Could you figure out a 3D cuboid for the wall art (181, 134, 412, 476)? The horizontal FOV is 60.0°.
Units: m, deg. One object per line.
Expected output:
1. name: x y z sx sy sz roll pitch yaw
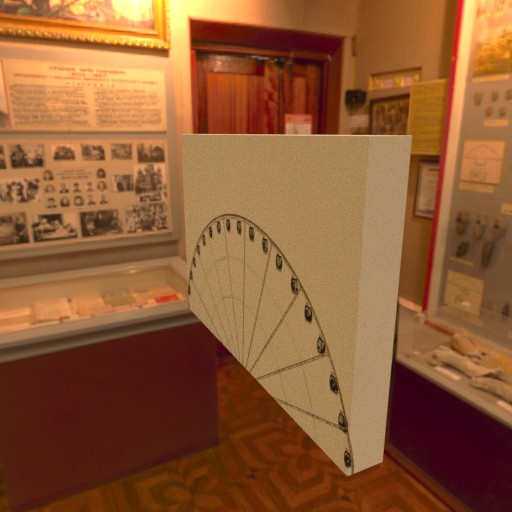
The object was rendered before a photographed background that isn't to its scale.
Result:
1. wall art: 0.000 0.000 0.481 0.039 0.254 0.384 -8 17 -25
